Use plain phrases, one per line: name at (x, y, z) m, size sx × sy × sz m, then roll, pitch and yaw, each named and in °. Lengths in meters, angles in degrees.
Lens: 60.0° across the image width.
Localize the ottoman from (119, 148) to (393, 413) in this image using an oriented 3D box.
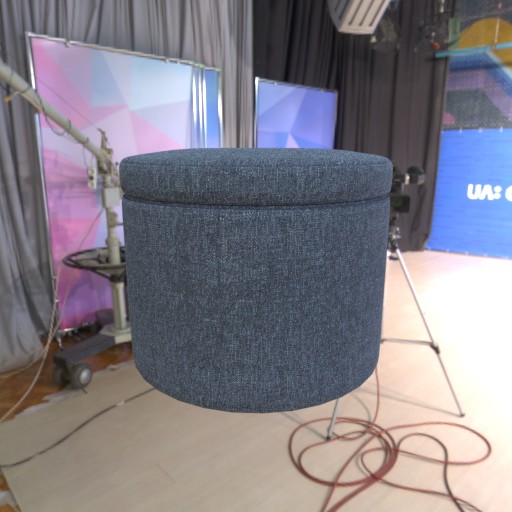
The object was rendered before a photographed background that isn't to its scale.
ottoman at (0.000, 0.000, 0.886) m, size 0.500 × 0.419 × 0.500 m, roll 0°, pitch 14°, yaw 0°
